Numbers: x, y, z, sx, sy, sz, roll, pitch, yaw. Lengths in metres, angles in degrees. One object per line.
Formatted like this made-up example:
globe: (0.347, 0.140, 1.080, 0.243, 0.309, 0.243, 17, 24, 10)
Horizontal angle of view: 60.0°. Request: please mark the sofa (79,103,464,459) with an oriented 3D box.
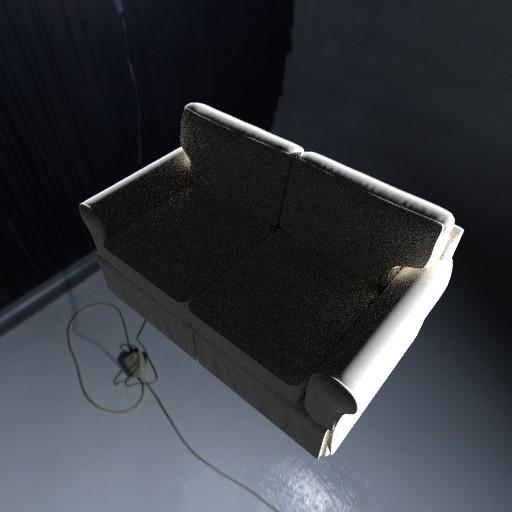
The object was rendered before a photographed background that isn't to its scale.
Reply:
sofa: (0.000, 0.000, 2.321, 1.727, 0.940, 0.991, 31, 53, 27)
